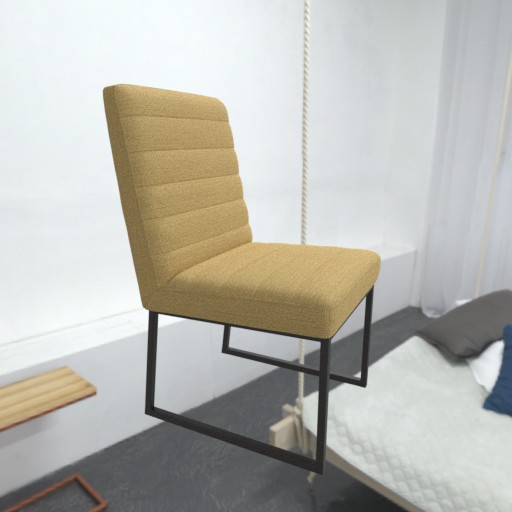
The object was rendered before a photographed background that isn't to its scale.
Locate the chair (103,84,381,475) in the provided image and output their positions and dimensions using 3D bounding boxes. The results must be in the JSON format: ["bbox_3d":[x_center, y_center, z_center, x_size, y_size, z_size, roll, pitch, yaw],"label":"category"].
[{"bbox_3d":[0.000,0.000,1.295,0.634,0.930,0.520,7,16,26],"label":"chair"}]
